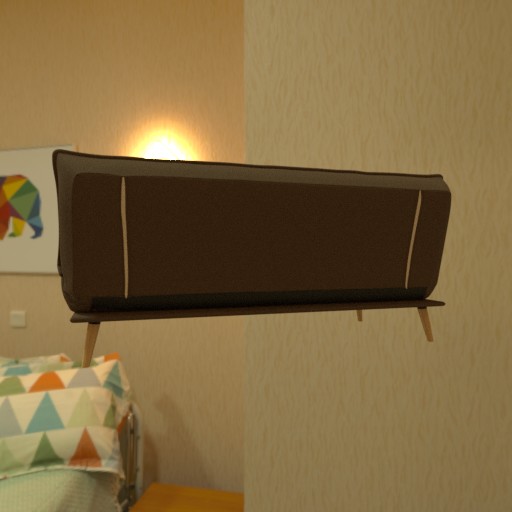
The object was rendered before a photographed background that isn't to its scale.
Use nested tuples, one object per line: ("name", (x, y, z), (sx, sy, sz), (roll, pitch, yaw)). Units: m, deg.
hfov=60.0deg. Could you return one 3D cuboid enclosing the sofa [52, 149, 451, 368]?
("sofa", (0.000, 0.000, 2.393), (1.940, 0.890, 0.950), (0, 1, -18))
